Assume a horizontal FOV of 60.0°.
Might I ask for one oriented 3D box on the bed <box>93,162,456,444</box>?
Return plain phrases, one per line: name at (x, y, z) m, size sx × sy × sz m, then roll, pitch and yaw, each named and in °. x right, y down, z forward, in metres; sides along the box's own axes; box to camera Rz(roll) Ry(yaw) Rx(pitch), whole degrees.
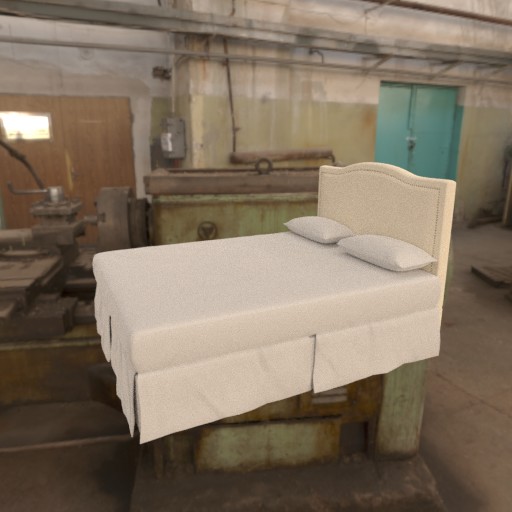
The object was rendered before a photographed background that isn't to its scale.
bed at (0.000, 0.000, 3.643) m, size 2.477 × 1.437 × 1.977 m, roll -7°, pitch 17°, yaw -24°
